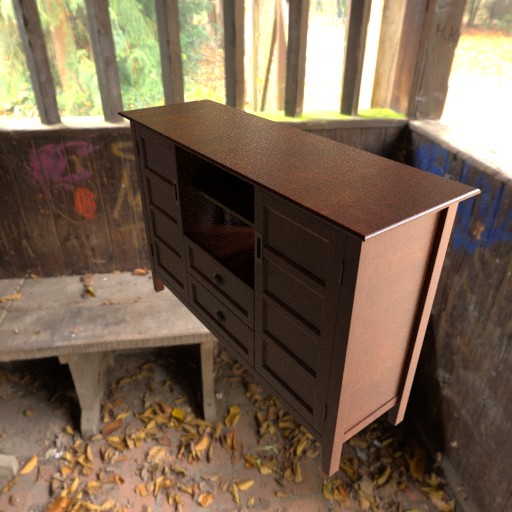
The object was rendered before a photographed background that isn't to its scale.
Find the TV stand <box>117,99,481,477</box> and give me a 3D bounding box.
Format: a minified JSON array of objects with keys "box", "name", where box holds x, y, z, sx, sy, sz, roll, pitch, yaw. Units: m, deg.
[{"box":[0.000,0.000,1.747,0.445,0.915,1.372,-21,37,-31],"name":"TV stand"}]
